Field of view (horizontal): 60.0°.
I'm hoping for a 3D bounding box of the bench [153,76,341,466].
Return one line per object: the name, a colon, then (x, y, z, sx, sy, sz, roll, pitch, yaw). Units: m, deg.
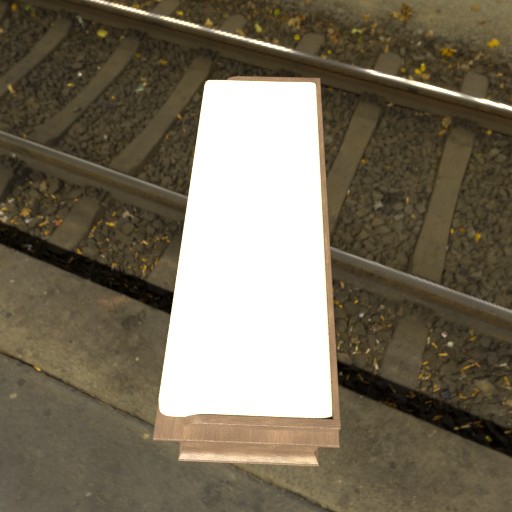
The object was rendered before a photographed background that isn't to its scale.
bench: (0.000, 0.000, 1.428, 0.402, 0.501, 1.185, 2, 59, 1)
